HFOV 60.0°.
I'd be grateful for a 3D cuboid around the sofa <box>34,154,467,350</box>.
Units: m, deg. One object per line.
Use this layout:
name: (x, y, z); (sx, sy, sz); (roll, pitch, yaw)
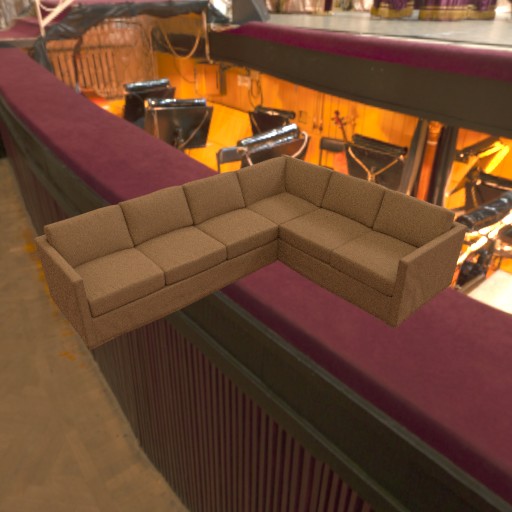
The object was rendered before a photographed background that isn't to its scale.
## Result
sofa: (0.000, 0.000, 4.176); (3.182, 0.871, 2.432); (-24, 38, -34)
